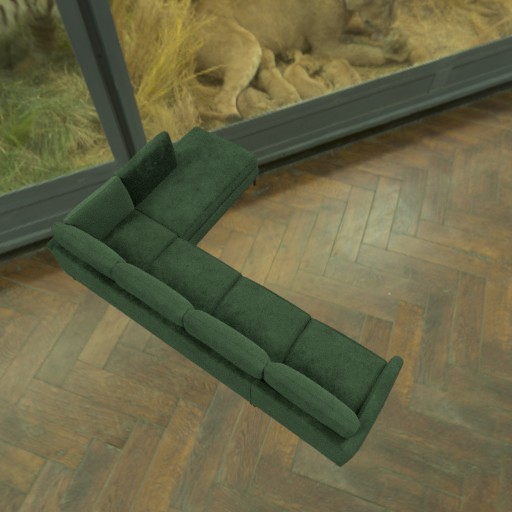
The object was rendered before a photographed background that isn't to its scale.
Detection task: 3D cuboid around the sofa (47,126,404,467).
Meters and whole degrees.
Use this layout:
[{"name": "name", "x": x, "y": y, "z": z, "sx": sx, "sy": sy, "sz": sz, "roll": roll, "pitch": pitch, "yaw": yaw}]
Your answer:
[{"name": "sofa", "x": 0.000, "y": 0.000, "z": 3.260, "sx": 2.486, "sy": 0.687, "sz": 1.707, "roll": 30, "pitch": 62, "yaw": 18}]
